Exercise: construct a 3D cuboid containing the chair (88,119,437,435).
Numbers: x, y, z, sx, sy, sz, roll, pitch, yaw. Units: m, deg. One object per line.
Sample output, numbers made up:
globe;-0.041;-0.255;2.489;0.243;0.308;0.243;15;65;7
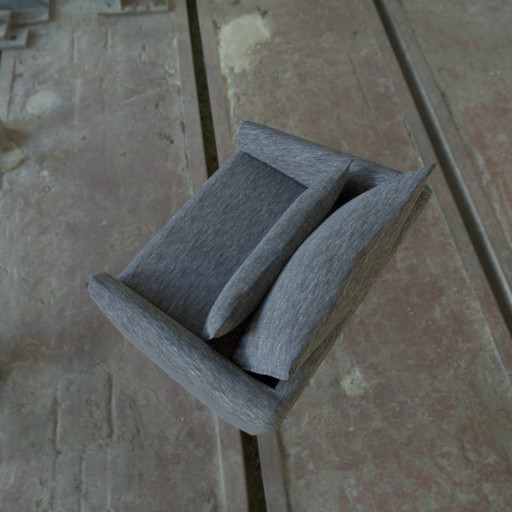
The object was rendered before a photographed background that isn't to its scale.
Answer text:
chair;0.000;0.000;1.609;0.805;0.842;1.004;33;68;15
